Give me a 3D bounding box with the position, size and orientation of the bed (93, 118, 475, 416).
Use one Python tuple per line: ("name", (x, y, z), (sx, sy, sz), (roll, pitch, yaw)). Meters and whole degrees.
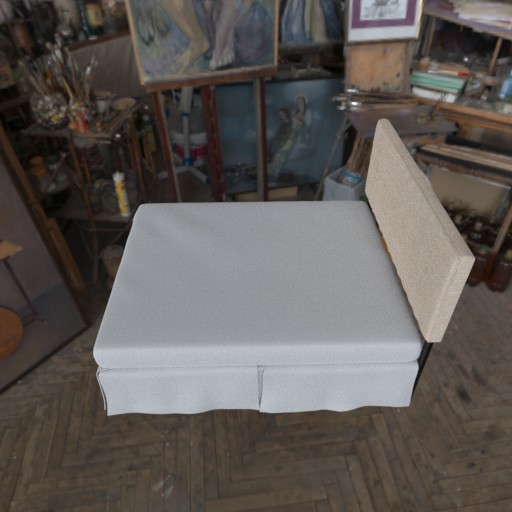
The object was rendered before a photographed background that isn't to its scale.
("bed", (0.000, 0.000, 3.023), (1.978, 1.270, 1.643), (-1, 40, -1))
